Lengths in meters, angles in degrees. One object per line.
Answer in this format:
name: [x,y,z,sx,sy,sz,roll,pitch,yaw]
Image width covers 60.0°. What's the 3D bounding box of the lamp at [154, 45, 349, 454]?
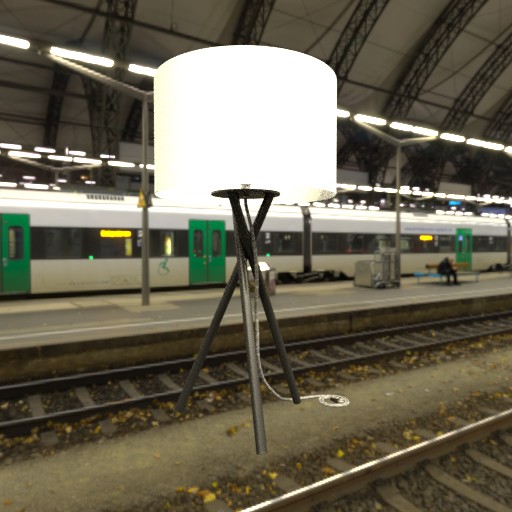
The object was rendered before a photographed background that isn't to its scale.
lamp: [0.000,0.000,0.911,0.353,0.674,0.422,1,2,36]
